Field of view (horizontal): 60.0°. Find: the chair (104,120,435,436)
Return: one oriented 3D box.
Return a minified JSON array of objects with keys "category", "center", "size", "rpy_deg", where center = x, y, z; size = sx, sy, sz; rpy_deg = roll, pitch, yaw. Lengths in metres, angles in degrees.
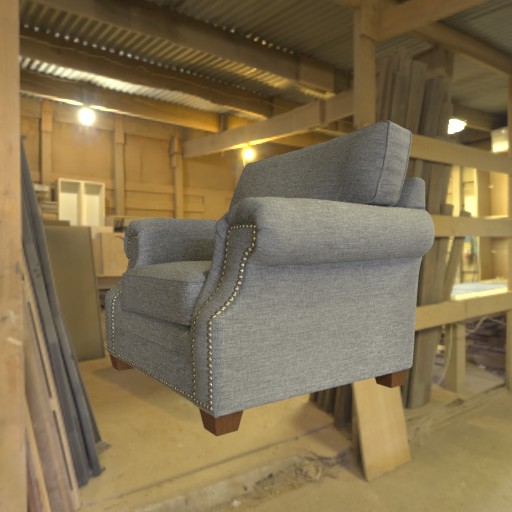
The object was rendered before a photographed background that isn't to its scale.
[{"category":"chair","center":[0.000,0.000,1.801],"size":[0.965,0.961,1.092],"rpy_deg":[0,1,-36]}]
